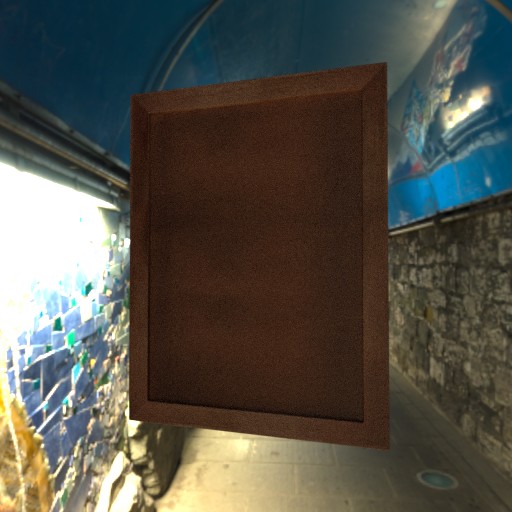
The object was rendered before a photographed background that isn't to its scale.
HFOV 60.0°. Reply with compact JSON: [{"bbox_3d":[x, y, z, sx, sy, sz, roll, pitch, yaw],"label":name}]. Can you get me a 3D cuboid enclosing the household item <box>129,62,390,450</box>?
[{"bbox_3d":[0.000,0.000,0.541,0.310,0.407,0.067,0,-1,17],"label":"household item"}]
